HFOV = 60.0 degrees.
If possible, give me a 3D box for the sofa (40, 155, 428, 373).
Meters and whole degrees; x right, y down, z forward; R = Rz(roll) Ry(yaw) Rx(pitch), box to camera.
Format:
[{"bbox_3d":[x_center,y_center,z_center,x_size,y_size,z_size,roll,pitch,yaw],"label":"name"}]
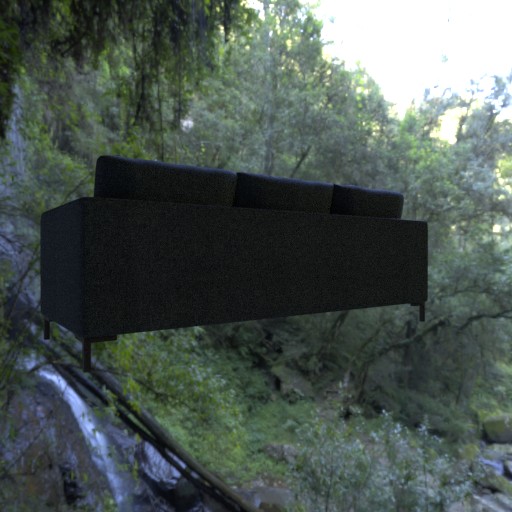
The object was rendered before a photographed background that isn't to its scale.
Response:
[{"bbox_3d":[0.000,0.000,2.642,2.218,0.874,0.859,0,0,-35],"label":"sofa"}]
